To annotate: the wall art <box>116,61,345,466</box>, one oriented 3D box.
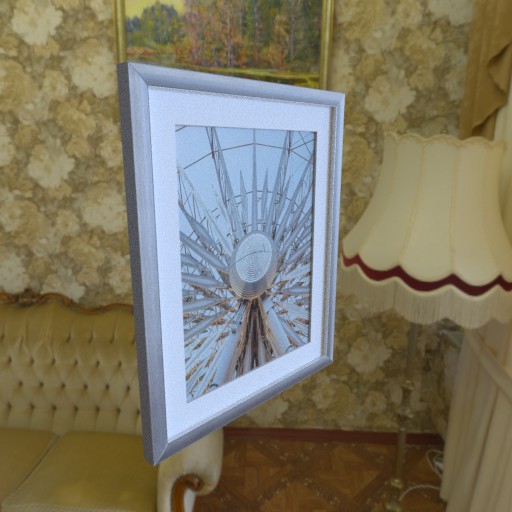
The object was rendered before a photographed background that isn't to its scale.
[{"bbox_3d":[0.000,0.000,0.756,0.029,0.558,0.458,13,19,43],"label":"wall art"}]
